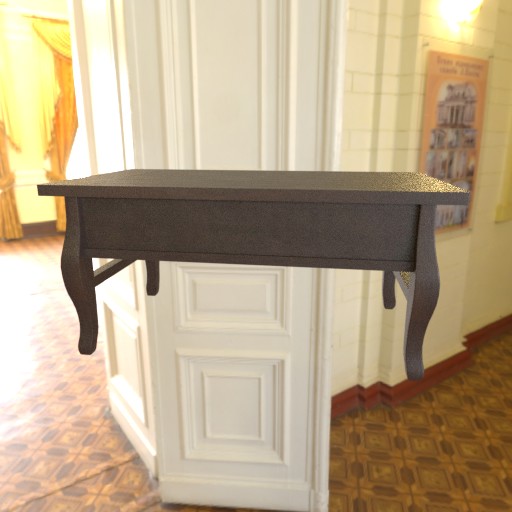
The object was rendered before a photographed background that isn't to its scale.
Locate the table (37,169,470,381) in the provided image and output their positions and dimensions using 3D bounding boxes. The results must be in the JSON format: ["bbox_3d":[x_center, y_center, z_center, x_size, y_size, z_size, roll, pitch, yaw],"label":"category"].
[{"bbox_3d":[0.000,0.000,1.412,1.062,0.494,0.600,2,15,9],"label":"table"}]
